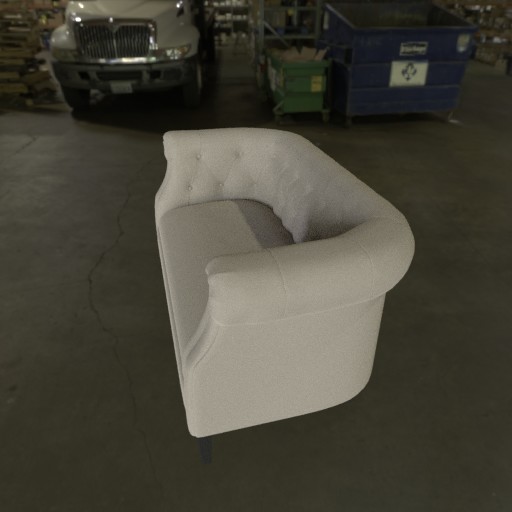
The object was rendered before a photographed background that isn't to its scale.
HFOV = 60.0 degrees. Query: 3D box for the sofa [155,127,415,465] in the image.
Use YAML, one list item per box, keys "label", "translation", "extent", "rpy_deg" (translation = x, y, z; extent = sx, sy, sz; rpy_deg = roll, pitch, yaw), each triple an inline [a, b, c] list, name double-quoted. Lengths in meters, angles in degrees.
- label: "sofa"
  translation: [0.000, 0.000, 2.018]
  extent: [0.835, 0.827, 1.558]
  rpy_deg: [-8, 31, -13]
